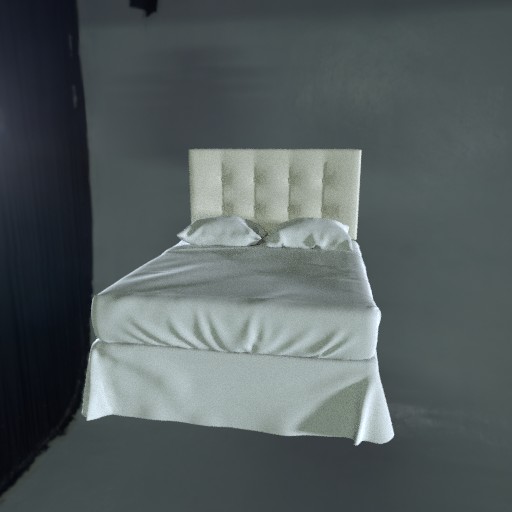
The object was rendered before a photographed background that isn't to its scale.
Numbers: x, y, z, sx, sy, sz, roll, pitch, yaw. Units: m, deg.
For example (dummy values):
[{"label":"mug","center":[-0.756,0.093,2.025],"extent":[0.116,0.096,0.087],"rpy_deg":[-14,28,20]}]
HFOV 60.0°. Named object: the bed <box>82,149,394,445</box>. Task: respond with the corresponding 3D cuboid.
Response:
[{"label":"bed","center":[0.000,0.000,3.385],"extent":[1.936,1.577,2.222],"rpy_deg":[2,14,9]}]
